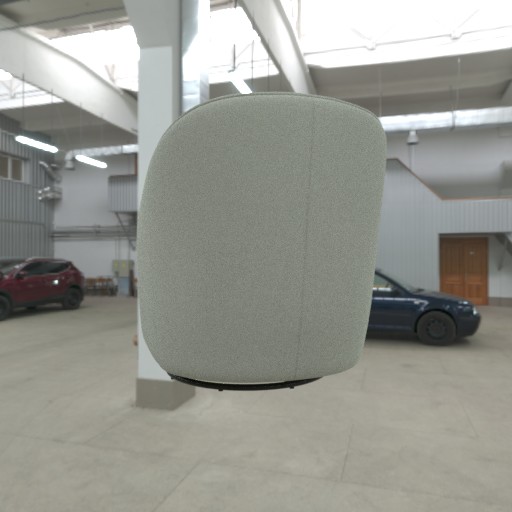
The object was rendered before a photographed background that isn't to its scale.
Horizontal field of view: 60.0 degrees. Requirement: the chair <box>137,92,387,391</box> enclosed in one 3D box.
[{"bbox_3d":[0.000,0.000,1.492,0.747,0.799,0.875,0,0,-19],"label":"chair"}]
